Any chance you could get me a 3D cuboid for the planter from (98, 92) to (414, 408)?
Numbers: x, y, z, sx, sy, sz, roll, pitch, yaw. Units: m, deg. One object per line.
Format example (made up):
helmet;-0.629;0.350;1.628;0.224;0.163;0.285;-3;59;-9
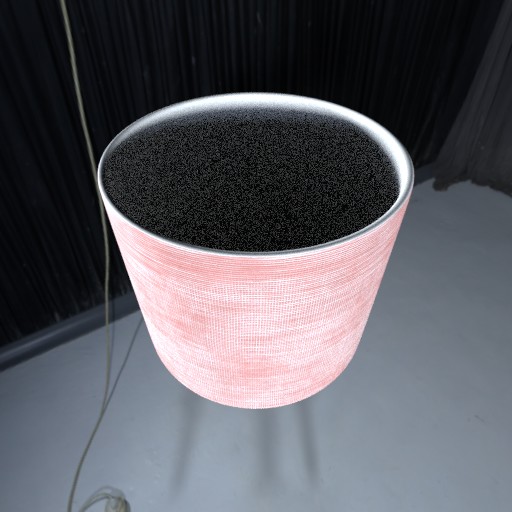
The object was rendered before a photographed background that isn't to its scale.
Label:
planter;0.000;0.000;0.769;0.440;0.398;0.440;0;42;0
